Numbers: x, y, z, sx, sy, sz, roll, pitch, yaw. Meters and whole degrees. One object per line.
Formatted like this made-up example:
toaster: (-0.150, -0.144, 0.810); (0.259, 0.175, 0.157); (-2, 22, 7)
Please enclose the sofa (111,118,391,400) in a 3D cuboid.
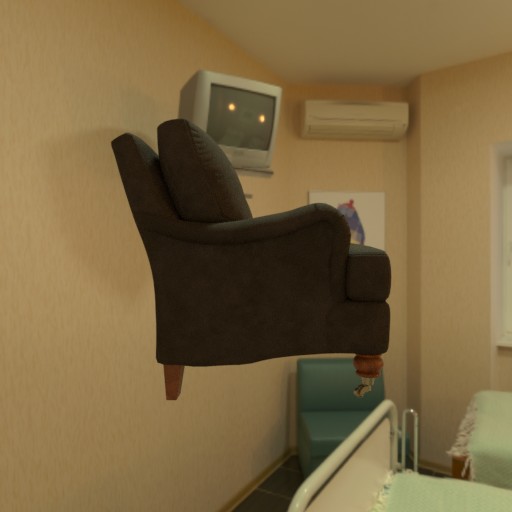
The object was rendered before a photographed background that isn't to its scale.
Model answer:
sofa: (0.000, 0.000, 2.554); (1.084, 1.101, 1.853); (0, 0, 1)
